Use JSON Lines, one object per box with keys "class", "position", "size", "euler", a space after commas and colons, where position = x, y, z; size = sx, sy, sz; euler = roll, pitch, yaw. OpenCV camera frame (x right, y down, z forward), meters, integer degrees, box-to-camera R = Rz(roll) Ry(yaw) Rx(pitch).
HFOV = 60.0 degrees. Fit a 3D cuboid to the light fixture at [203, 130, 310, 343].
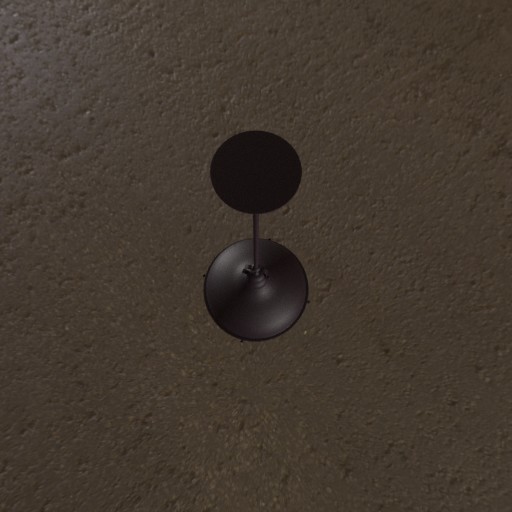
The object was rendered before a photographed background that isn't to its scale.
{"class": "light fixture", "position": [0.000, 0.000, 1.034], "size": [0.341, 0.849, 0.341], "euler": [14, 74, 4]}
